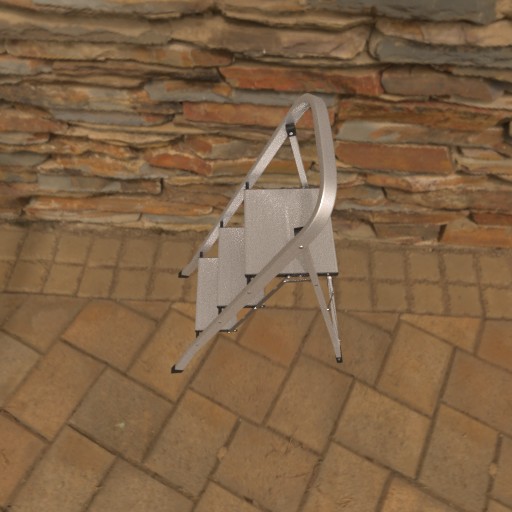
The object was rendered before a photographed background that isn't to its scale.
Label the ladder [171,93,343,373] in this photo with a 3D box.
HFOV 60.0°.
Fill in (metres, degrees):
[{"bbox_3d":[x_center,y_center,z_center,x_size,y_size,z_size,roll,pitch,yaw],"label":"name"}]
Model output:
[{"bbox_3d":[0.000,0.000,1.468,0.704,1.070,0.465,-1,59,-1],"label":"ladder"}]
